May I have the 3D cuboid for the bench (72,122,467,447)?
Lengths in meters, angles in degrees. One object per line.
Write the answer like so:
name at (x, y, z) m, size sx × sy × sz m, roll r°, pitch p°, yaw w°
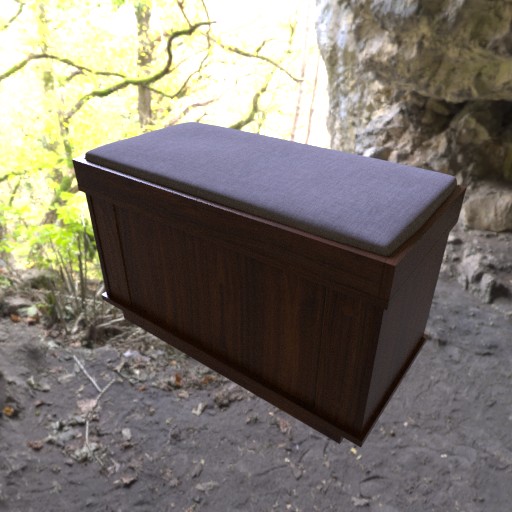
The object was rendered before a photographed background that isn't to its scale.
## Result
bench at (0.000, 0.000, 1.006) m, size 0.734 × 0.461 × 0.362 m, roll 21°, pitch 37°, yaw 31°
